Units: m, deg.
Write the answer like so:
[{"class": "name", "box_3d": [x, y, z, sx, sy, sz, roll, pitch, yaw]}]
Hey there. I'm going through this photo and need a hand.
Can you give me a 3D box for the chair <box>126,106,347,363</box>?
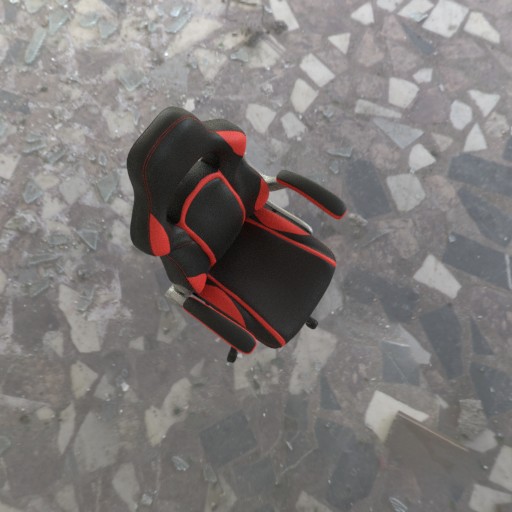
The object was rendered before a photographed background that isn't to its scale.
[{"class": "chair", "box_3d": [0.000, 0.000, 1.667, 0.712, 1.165, 0.758, 33, 77, 9]}]
